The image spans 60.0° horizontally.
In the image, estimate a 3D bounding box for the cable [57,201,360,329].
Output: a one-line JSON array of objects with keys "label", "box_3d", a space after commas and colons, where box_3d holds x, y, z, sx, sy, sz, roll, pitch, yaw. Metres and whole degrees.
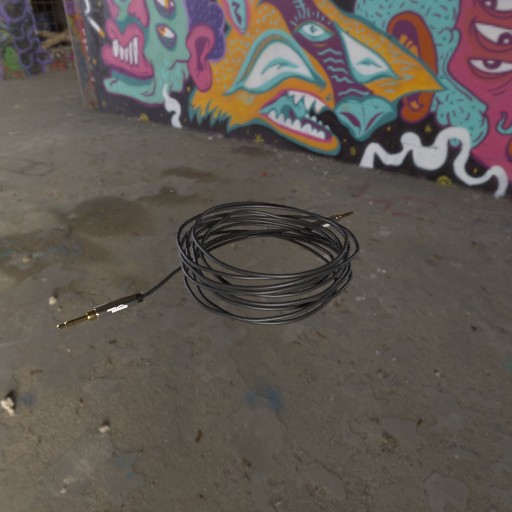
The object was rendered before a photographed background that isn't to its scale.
[{"label": "cable", "box_3d": [0.000, 0.000, 0.508, 0.432, 0.069, 0.198, -20, 37, -30]}]
